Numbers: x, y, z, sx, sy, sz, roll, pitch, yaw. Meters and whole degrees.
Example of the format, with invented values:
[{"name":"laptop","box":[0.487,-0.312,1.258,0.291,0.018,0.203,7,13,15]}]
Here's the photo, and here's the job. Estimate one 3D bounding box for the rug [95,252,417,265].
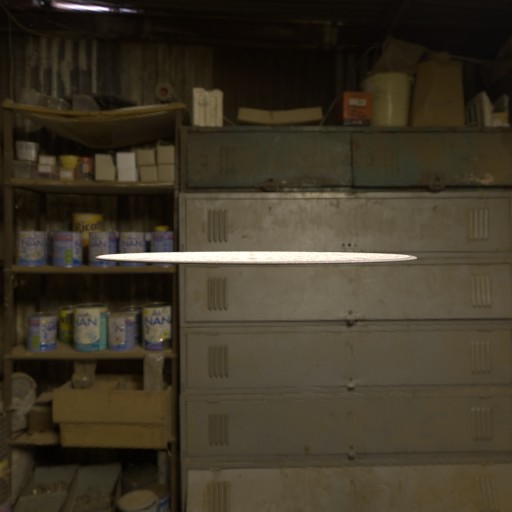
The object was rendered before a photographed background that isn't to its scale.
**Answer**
[{"name":"rug","box":[0.000,0.000,2.332,1.593,0.012,1.593,0,2,0]}]
